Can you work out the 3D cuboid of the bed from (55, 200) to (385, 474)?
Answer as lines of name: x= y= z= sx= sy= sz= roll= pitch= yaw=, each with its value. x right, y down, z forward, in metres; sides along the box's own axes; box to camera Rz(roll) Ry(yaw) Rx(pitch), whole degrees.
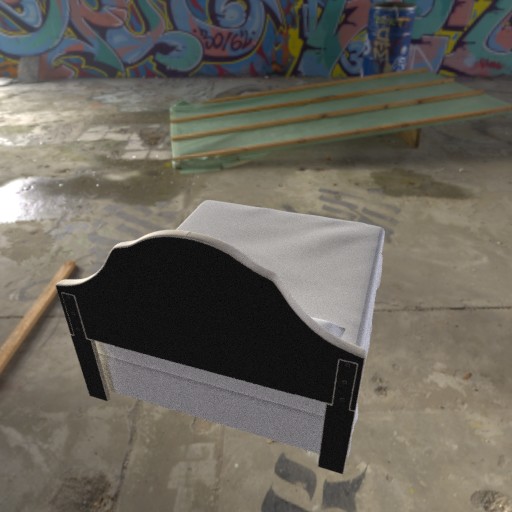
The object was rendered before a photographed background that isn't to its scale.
bed: x=0.000 y=0.000 z=3.572 sx=2.008 sy=1.615 sz=2.214 roll=11 pitch=35 yaw=16
